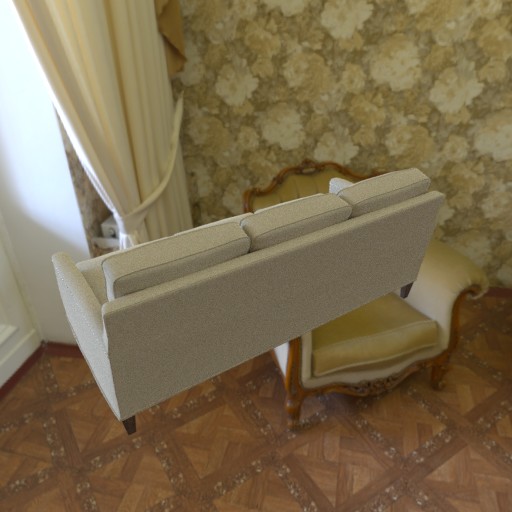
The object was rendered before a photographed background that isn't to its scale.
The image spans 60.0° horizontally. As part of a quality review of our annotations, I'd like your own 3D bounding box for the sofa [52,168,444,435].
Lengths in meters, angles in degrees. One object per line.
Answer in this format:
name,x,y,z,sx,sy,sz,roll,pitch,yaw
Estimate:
sofa,0.000,0.000,2.827,2.246,1.003,1.084,-19,36,-28
